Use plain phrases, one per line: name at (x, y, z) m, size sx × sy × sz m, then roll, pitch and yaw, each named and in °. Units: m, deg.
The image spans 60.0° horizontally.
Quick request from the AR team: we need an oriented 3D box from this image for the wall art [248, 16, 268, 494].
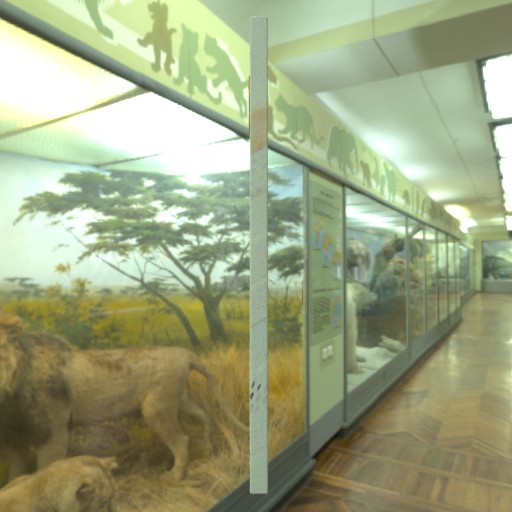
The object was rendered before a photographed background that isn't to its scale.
wall art at (0.000, 0.000, 1.318) m, size 0.045 × 1.014 × 0.759 m, roll 0°, pitch -1°, yaw 0°
